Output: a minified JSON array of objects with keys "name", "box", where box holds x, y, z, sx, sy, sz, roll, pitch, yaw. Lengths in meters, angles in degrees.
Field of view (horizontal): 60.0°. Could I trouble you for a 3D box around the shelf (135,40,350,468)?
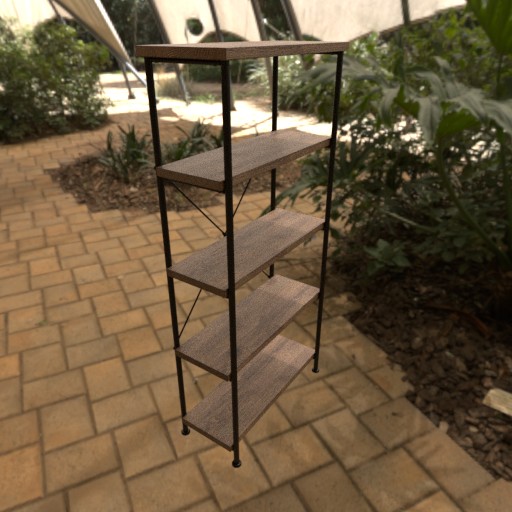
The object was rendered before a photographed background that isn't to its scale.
[{"name":"shelf","box":[0.000,0.000,1.965,0.360,1.700,0.800,18,32,31]}]
